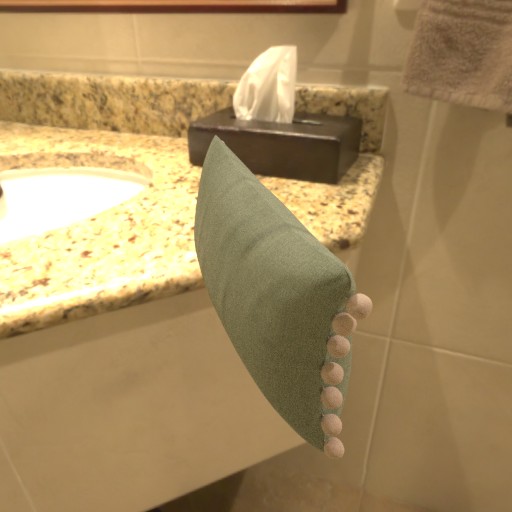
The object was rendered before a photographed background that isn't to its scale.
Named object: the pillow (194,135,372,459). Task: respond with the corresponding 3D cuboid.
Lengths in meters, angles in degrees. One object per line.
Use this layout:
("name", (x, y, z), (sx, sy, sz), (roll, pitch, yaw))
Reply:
("pillow", (0.000, 0.000, 0.838), (0.201, 0.322, 0.709), (-9, 31, -15))
